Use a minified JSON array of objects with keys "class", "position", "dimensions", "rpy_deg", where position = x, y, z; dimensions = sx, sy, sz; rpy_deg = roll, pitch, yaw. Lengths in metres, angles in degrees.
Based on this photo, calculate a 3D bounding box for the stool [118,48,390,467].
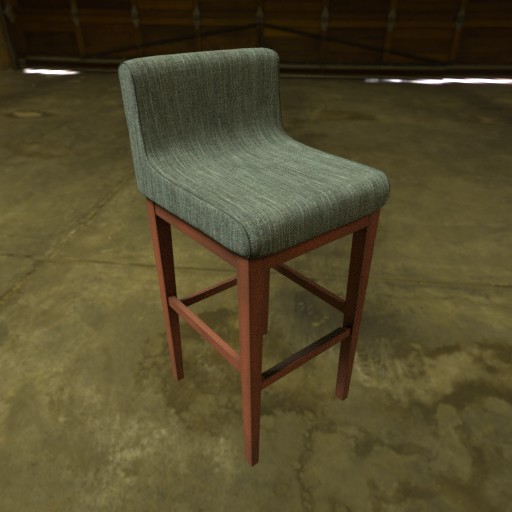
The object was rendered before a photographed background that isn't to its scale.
[{"class":"stool","position":[0.000,0.000,1.184],"dimensions":[0.426,0.965,0.499],"rpy_deg":[-22,37,-32]}]
